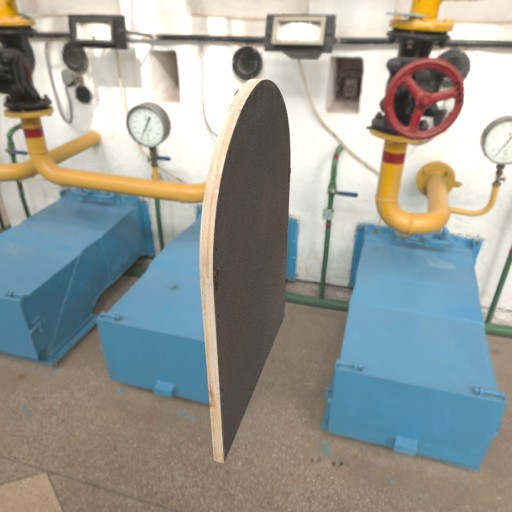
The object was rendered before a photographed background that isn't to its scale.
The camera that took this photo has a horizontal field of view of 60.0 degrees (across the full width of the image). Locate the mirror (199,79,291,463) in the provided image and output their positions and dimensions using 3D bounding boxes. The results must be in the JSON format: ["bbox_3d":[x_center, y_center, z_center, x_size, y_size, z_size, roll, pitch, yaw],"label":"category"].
[{"bbox_3d":[0.000,0.000,1.232,0.032,0.920,0.660,9,32,15],"label":"mirror"}]
